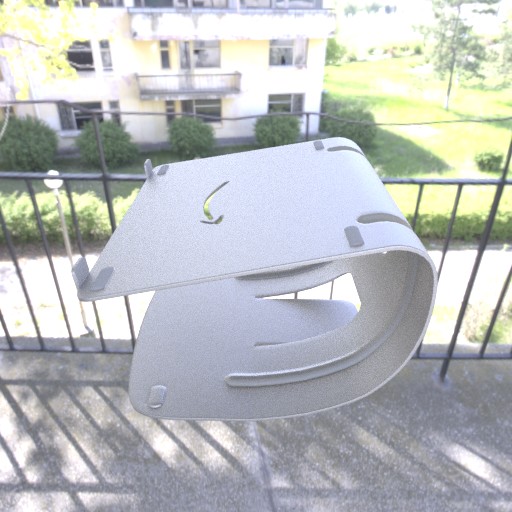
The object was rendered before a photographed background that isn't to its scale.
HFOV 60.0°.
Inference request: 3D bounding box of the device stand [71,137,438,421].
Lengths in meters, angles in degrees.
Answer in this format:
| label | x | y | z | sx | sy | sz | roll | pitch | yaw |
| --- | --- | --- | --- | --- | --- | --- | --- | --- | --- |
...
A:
| label | x | y | z | sx | sy | sz | roll | pitch | yaw |
| --- | --- | --- | --- | --- | --- | --- | --- | --- | --- |
| device stand | 0.000 | 0.000 | 0.409 | 0.236 | 0.155 | 0.256 | 0 | 30 | 0 |
